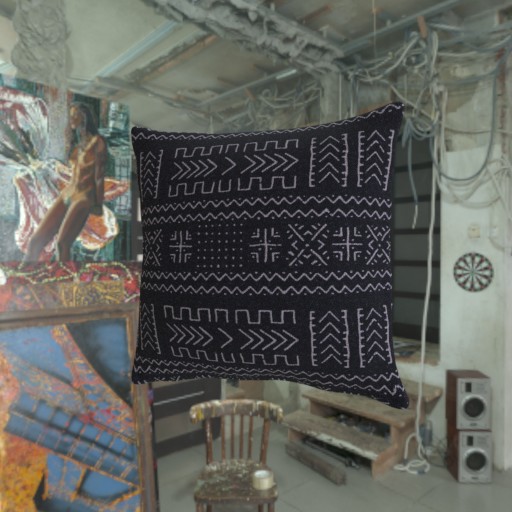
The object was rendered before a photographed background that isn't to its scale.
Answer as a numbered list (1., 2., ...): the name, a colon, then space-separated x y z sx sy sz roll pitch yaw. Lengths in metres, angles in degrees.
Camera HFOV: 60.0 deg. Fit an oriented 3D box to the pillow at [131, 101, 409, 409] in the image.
1. pillow: 0.000 0.000 0.671 0.438 0.430 0.164 0 0 18
